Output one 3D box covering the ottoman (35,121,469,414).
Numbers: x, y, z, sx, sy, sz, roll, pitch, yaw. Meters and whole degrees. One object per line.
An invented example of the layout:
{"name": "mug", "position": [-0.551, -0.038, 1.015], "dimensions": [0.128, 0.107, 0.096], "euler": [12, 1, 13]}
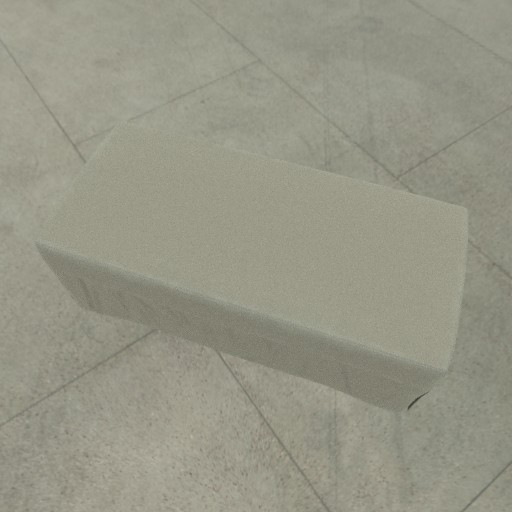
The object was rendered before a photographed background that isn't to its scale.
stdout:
{"name": "ottoman", "position": [0.000, 0.000, 1.657], "dimensions": [1.388, 0.457, 0.665], "euler": [16, 60, 10]}
